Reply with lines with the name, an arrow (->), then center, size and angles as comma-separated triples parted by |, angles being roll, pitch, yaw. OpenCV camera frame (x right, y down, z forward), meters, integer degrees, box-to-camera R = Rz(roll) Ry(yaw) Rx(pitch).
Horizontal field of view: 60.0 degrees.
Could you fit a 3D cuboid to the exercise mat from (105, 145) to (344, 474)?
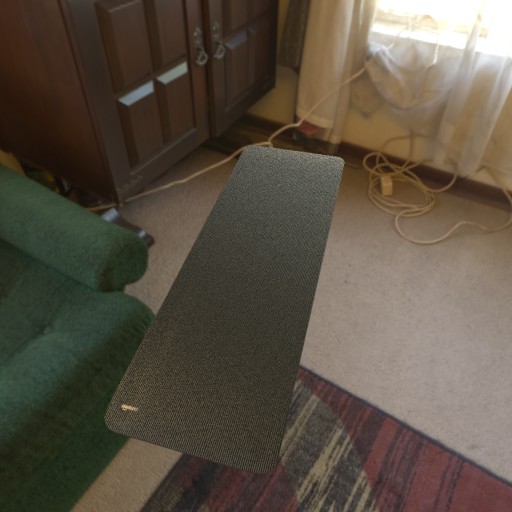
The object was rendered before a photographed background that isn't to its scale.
exercise mat -> 0.000, 0.000, 2.083 | 0.616, 0.021, 1.869 | 11, 46, 10
